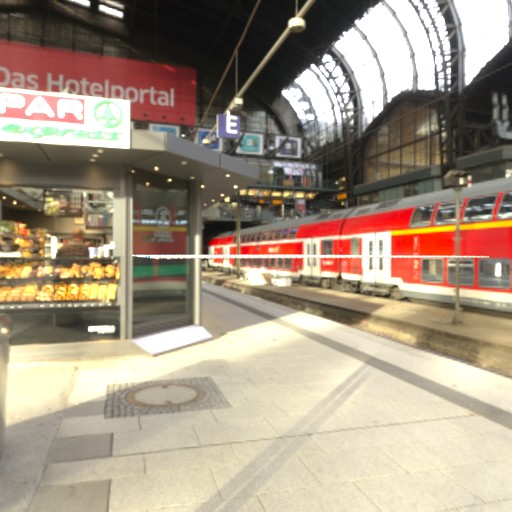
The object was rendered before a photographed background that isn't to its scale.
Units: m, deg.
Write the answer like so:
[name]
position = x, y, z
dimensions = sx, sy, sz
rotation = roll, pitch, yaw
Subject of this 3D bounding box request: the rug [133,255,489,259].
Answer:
[rug]
position = 0.000, 0.000, 3.006
dimensions = 1.532, 0.010, 2.441
rotation = 0, 0, -18
